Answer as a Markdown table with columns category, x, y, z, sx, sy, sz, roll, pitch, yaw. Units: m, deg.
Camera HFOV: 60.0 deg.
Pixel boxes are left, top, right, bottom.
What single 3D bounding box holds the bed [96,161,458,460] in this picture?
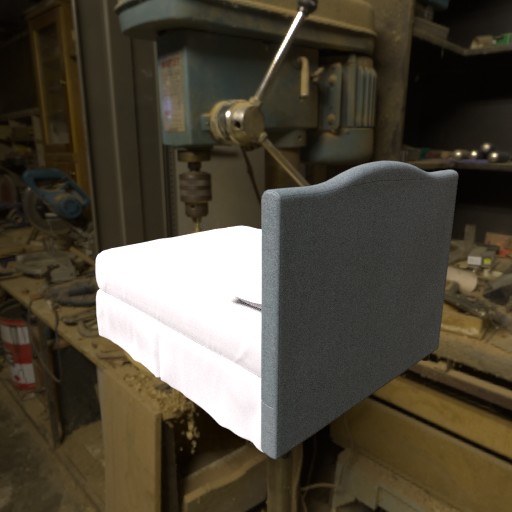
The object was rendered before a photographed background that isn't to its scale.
| category | x | y | z | sx | sy | sz | roll | pitch | yaw |
| --- | --- | --- | --- | --- | --- | --- | --- | --- | --- |
| bed | 0.000 | 0.000 | 3.297 | 1.753 | 1.460 | 2.143 | -14 | 20 | -41 |
